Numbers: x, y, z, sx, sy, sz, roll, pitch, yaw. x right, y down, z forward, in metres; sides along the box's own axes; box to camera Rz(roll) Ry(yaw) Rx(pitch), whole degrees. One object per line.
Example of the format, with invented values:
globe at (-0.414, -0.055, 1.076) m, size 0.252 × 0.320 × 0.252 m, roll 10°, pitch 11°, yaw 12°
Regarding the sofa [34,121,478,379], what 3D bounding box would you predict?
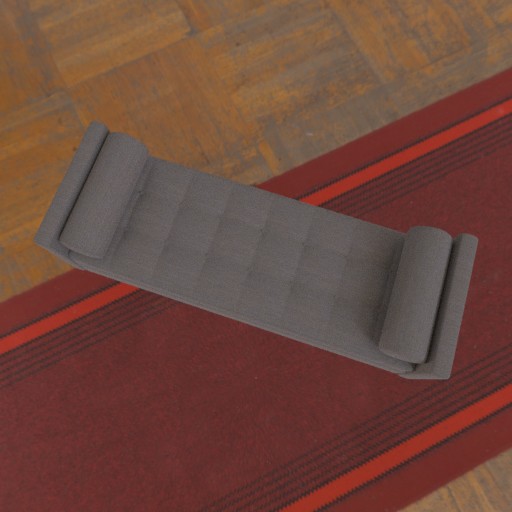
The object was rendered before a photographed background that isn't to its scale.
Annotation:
sofa at (0.000, 0.000, 2.356) m, size 1.981 × 0.635 × 0.686 m, roll 18°, pitch 75°, yaw 5°
